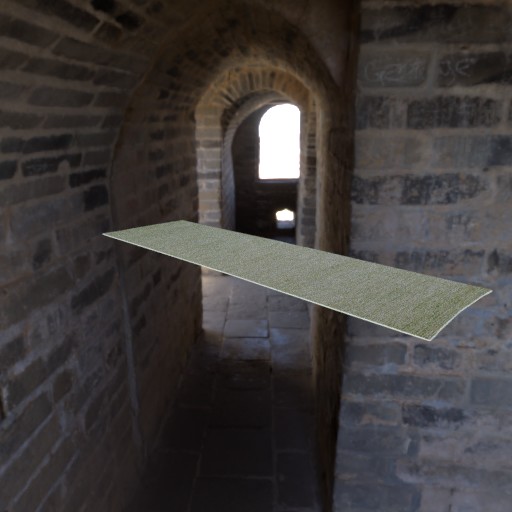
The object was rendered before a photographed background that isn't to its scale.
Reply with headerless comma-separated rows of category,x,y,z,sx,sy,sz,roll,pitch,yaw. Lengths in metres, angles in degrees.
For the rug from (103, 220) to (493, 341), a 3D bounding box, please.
rug,0.000,0.000,2.538,2.340,0.013,0.686,15,22,42
